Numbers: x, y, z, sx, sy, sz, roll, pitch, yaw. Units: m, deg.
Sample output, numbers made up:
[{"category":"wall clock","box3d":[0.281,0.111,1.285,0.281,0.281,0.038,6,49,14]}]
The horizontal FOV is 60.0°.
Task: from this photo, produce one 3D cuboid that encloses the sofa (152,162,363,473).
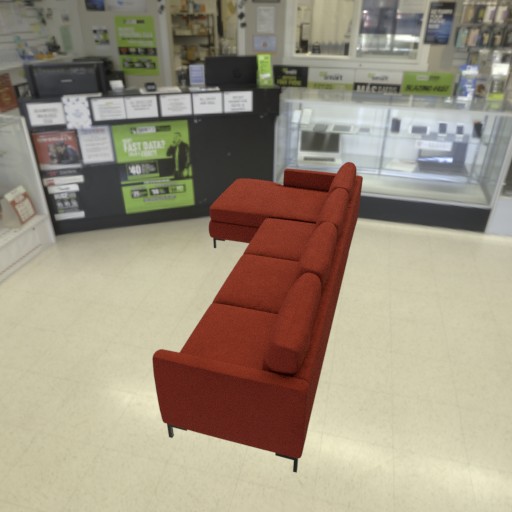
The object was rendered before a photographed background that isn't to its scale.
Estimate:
[{"category":"sofa","box3d":[0.000,0.000,2.907,1.136,0.663,2.467,9,32,14]}]
